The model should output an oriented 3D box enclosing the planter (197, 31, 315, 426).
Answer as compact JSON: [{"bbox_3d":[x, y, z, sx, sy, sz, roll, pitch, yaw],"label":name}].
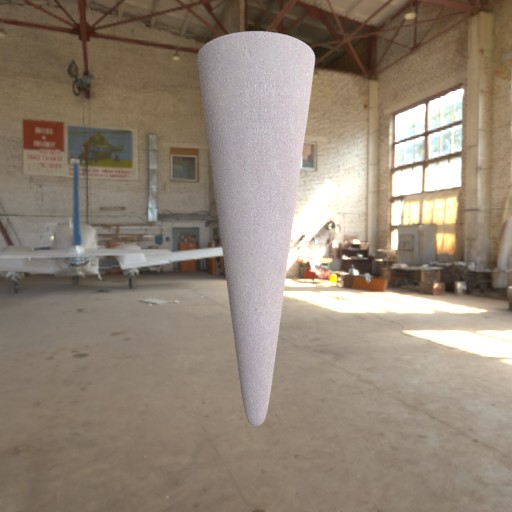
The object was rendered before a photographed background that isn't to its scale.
[{"bbox_3d":[0.000,0.000,0.299,0.078,0.259,0.087,0,2,0],"label":"planter"}]
